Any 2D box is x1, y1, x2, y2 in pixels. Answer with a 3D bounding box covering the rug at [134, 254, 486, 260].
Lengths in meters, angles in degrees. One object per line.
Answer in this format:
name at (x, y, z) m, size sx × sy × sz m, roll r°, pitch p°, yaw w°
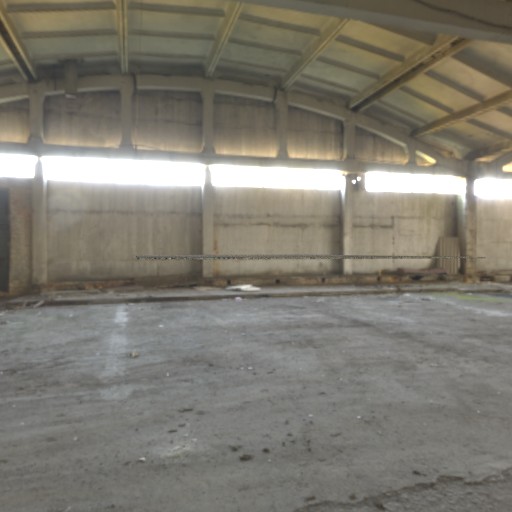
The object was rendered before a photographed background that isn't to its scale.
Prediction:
rug at (0.000, 0.000, 2.305) m, size 1.220 × 0.005 × 1.828 m, roll 0°, pitch 0°, yaw -16°
